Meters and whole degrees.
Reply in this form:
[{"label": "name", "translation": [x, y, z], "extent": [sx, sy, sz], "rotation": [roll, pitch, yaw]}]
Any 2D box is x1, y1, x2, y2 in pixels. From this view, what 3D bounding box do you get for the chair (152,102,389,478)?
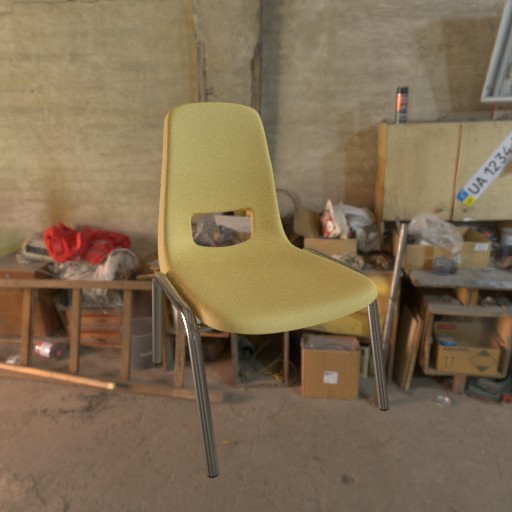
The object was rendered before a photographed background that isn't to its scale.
[{"label": "chair", "translation": [0.000, 0.000, 0.808], "extent": [0.354, 0.536, 0.385], "rotation": [-9, 20, -26]}]
